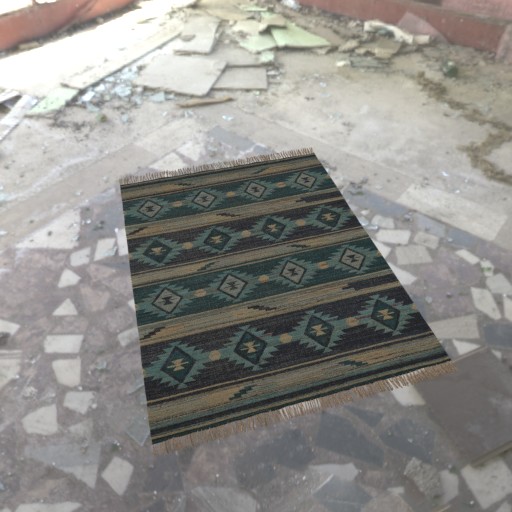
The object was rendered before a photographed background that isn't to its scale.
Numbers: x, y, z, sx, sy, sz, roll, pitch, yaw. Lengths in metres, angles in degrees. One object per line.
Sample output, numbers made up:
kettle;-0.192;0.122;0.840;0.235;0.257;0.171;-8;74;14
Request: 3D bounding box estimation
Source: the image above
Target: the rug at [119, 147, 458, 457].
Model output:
rug;0.000;0.000;4.353;2.418;0.047;3.307;-12;48;-11
